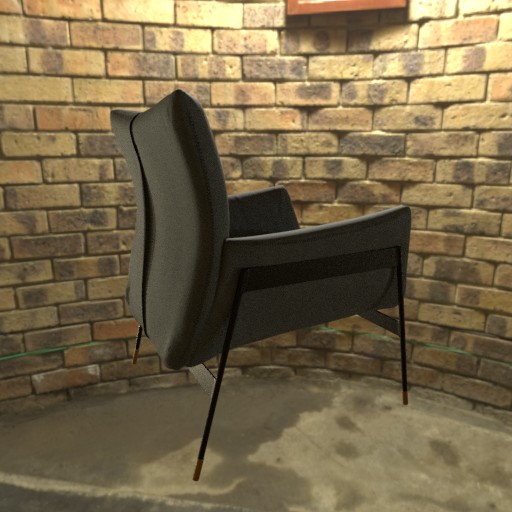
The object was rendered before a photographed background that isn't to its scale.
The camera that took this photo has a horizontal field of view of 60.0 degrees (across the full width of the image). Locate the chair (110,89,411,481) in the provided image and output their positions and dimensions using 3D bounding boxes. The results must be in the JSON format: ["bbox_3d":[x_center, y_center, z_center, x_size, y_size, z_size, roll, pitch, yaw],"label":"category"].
[{"bbox_3d":[0.000,0.000,1.339,0.709,0.858,0.678,-7,16,-27],"label":"chair"}]
